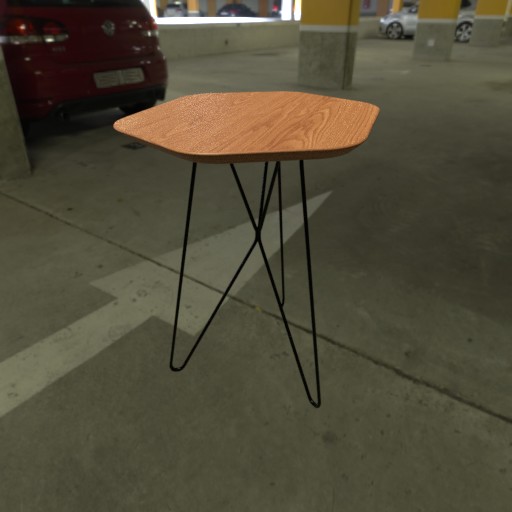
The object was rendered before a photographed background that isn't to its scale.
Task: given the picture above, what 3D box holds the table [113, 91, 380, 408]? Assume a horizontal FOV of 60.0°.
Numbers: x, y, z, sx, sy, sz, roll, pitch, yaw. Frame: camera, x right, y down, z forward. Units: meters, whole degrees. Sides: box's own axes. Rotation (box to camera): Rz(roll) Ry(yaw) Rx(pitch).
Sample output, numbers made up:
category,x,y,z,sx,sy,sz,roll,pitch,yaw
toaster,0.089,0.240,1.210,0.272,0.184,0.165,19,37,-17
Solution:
category,x,y,z,sx,sy,sz,roll,pitch,yaw
table,0.000,0.000,0.901,0.400,0.562,0.500,9,30,16
